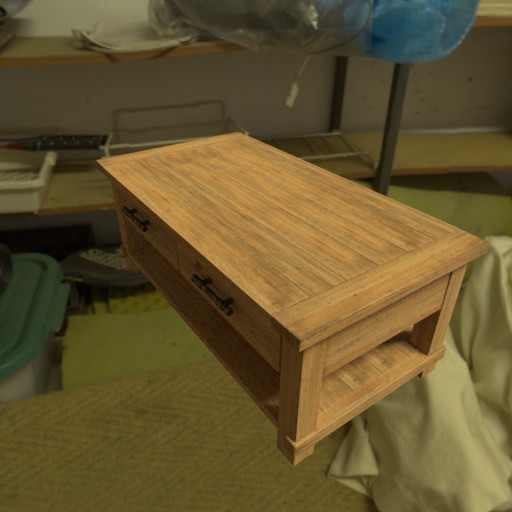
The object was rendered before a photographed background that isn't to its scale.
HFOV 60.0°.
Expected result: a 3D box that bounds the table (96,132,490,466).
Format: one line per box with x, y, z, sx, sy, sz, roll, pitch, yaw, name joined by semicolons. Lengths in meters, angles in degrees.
0.000;0.000;1.617;0.693;0.494;1.270;-20;37;-29;table
